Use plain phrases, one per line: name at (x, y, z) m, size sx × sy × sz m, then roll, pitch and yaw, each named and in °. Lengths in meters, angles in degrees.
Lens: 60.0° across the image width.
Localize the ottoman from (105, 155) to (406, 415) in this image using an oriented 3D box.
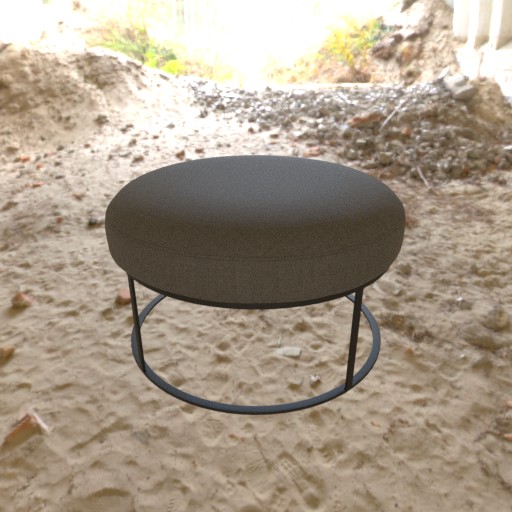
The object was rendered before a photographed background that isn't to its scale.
ottoman at (0.000, 0.000, 1.244) m, size 0.772 × 0.460 × 0.772 m, roll 0°, pitch 25°, yaw 0°
